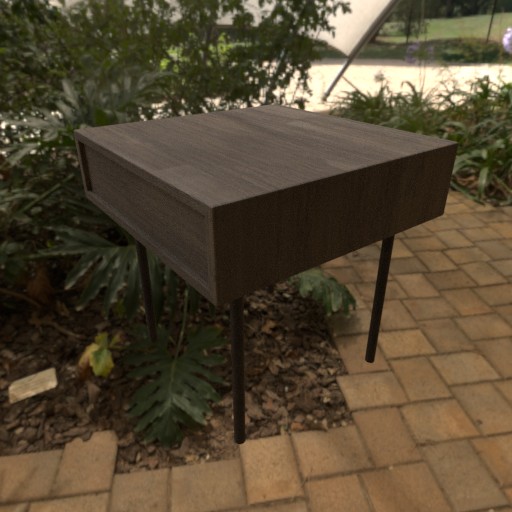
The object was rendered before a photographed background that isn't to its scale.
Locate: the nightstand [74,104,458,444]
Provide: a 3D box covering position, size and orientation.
[{"bbox_3d":[0.000,0.000,0.924,0.503,0.497,0.502,-19,34,-32],"label":"nightstand"}]
